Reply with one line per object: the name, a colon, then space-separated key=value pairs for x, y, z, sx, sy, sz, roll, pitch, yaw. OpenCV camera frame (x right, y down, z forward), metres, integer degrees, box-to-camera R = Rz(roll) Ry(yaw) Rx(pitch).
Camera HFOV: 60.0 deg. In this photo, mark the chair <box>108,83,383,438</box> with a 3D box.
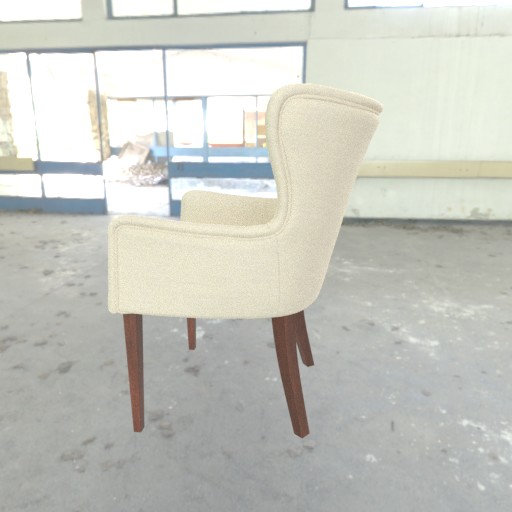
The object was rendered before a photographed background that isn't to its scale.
chair: x=0.000 y=0.000 z=1.459 sx=0.744 sy=0.990 sz=0.696 roll=2 pitch=15 yaw=9
